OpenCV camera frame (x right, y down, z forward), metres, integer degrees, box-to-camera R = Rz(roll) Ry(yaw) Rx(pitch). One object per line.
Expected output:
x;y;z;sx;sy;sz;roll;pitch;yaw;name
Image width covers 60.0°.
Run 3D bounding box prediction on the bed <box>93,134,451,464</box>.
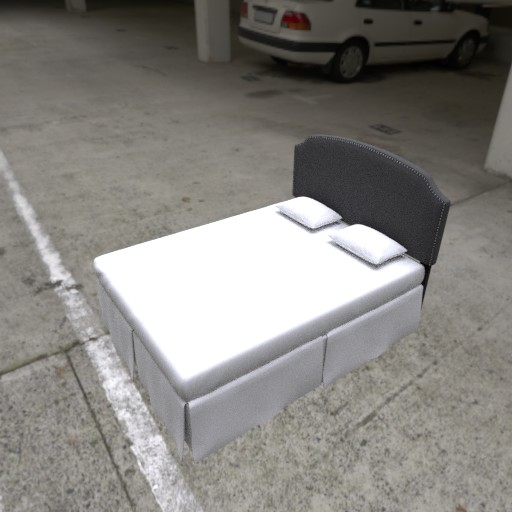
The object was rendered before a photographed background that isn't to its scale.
0.000;0.000;3.109;1.999;1.270;1.558;-20;36;-29;bed
